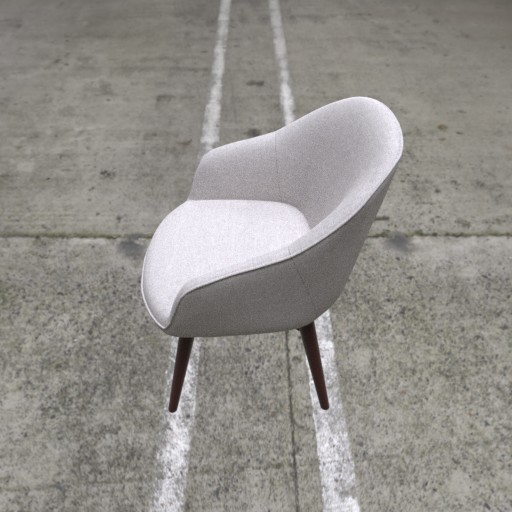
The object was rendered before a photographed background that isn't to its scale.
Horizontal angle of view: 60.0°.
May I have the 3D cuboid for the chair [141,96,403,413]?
[{"bbox_3d":[0.000,0.000,1.259,0.635,0.823,0.596,-1,41,-1],"label":"chair"}]
